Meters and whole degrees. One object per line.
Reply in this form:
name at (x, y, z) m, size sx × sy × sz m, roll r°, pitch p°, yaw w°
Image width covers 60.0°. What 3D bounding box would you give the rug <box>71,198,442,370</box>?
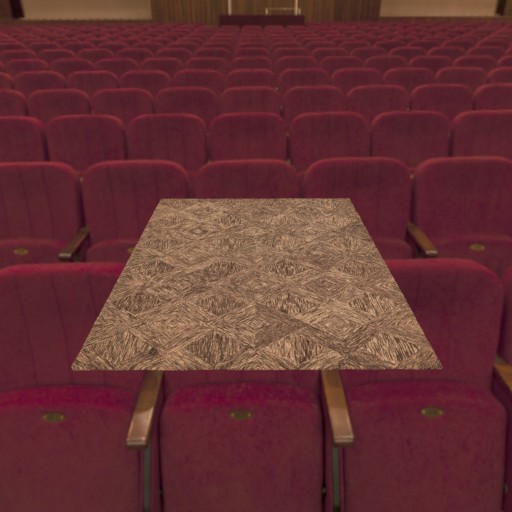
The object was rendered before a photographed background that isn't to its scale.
rug at (0.000, 0.000, 4.311) m, size 2.448 × 0.017 × 3.204 m, roll 0°, pitch 27°, yaw 0°
